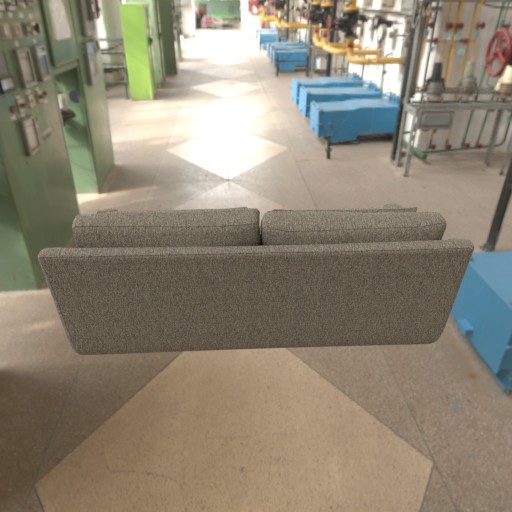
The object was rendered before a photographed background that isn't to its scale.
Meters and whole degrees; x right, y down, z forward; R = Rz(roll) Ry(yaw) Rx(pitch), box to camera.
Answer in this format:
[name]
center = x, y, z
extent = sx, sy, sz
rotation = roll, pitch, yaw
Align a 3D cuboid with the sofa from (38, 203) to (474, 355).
[sofa]
center = 0.000, 0.000, 3.050
extent = 2.418, 0.998, 1.103
rotation = -1, 30, -2
